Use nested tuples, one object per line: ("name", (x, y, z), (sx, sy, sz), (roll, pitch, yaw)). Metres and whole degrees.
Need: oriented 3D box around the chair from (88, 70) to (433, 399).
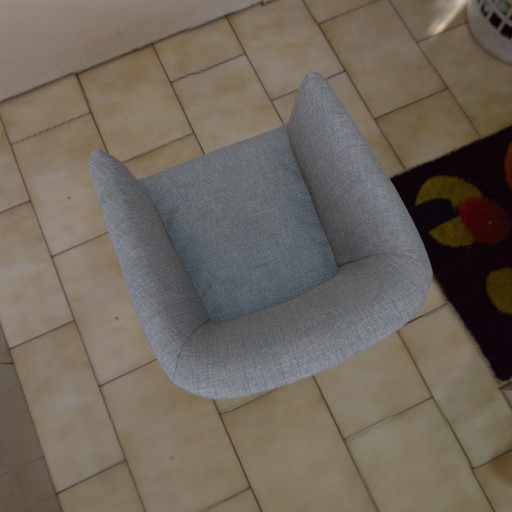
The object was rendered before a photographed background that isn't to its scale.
("chair", (0.000, 0.000, 1.237), (0.600, 0.771, 0.668), (-22, 77, -6))
